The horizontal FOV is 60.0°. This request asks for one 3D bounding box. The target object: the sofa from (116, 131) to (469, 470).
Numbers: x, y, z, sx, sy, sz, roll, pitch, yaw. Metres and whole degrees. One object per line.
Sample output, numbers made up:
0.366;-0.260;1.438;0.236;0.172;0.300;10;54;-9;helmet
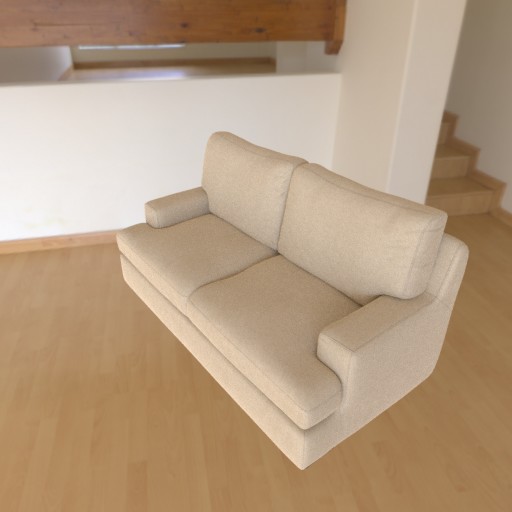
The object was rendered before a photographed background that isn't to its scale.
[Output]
0.000;0.000;2.478;0.962;0.967;1.885;-21;36;-32;sofa
